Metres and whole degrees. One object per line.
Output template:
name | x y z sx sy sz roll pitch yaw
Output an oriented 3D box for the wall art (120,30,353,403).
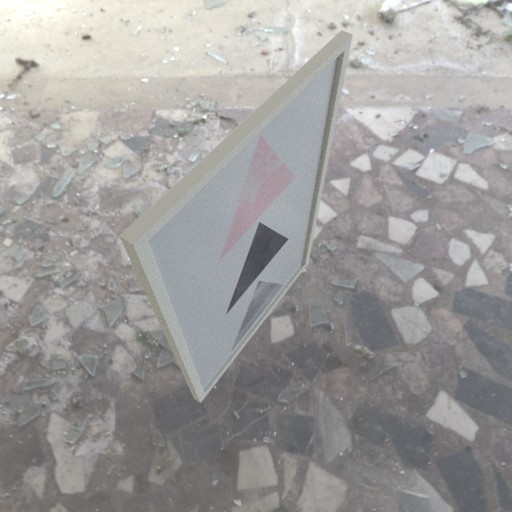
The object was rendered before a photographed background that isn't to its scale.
wall art | 0.000 0.000 0.551 0.013 0.433 0.303 32 63 18
